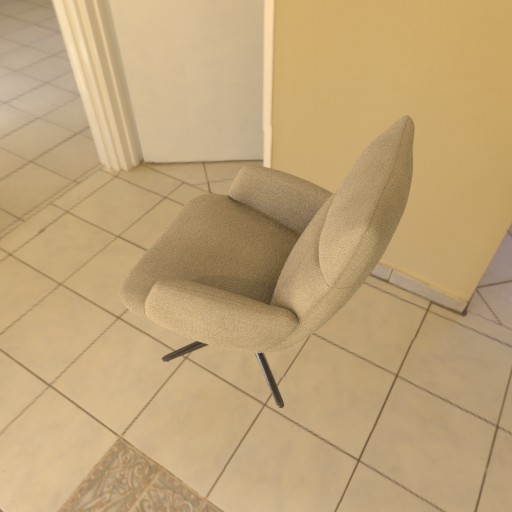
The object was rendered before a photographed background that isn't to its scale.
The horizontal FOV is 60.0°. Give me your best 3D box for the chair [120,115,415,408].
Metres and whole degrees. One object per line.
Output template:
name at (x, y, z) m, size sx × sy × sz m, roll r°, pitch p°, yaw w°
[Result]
chair at (0.000, 0.000, 1.605) m, size 0.889 × 1.016 × 0.711 m, roll 17°, pitch 49°, yaw 15°
